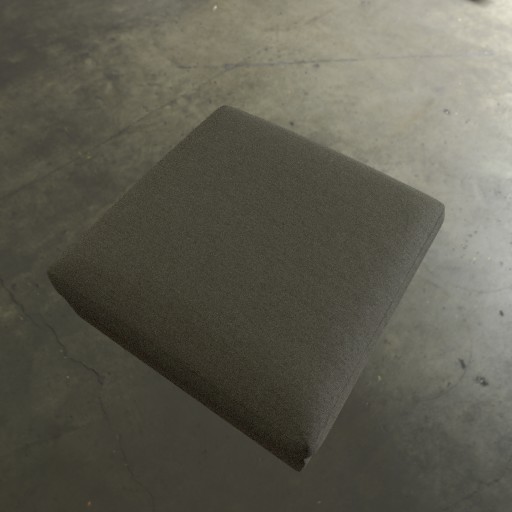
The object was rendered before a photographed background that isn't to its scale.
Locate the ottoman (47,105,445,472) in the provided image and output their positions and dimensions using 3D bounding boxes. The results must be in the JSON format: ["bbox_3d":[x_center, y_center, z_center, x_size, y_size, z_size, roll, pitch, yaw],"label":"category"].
[{"bbox_3d":[0.000,0.000,1.642,1.041,0.470,1.041,29,63,17],"label":"ottoman"}]
